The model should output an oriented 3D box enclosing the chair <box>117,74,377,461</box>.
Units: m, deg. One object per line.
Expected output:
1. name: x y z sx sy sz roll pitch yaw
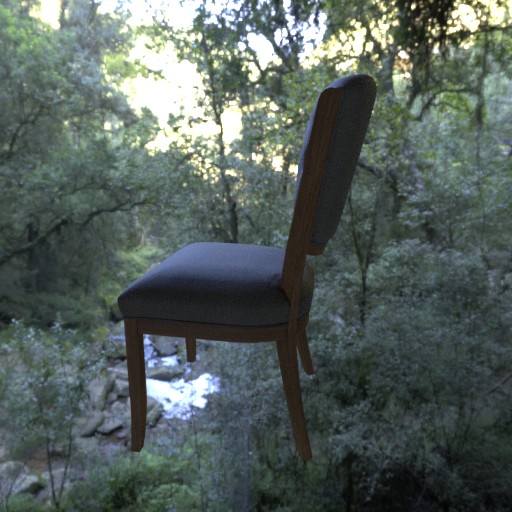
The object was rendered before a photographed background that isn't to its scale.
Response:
1. chair: 0.000 0.000 1.214 0.584 0.905 0.513 2 14 8
